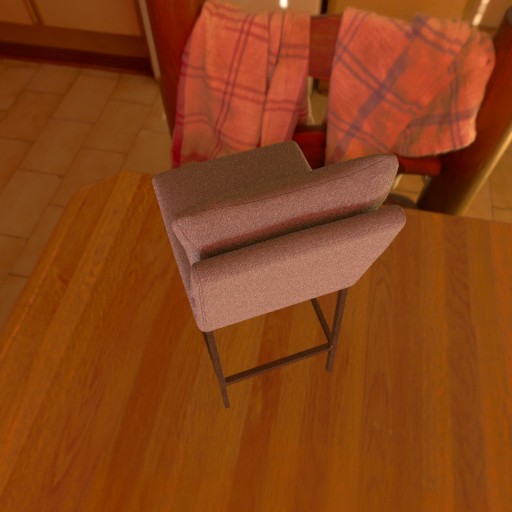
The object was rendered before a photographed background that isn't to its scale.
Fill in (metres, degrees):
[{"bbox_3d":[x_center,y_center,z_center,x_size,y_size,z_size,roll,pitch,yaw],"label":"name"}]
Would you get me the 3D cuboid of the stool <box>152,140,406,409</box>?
[{"bbox_3d":[0.000,0.000,1.324,0.463,1.031,0.569,-16,59,-10],"label":"stool"}]
